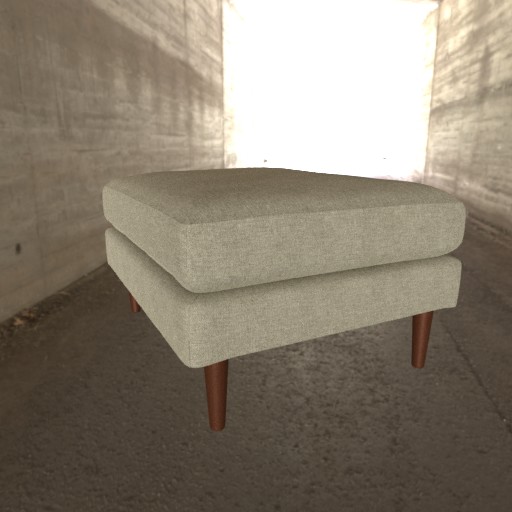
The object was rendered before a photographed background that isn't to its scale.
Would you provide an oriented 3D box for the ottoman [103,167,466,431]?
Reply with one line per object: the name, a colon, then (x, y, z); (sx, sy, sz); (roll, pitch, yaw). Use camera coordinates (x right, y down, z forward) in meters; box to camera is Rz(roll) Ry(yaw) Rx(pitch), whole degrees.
ottoman: (0.000, 0.000, 1.246); (0.693, 0.474, 0.821); (-7, 16, -26)
